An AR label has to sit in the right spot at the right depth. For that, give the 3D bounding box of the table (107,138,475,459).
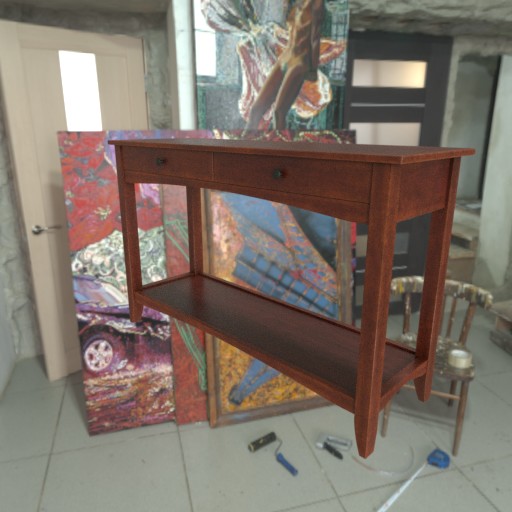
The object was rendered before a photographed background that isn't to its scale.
[{"bbox_3d":[0.000,0.000,1.500,1.188,0.739,0.392,16,23,42],"label":"table"}]
